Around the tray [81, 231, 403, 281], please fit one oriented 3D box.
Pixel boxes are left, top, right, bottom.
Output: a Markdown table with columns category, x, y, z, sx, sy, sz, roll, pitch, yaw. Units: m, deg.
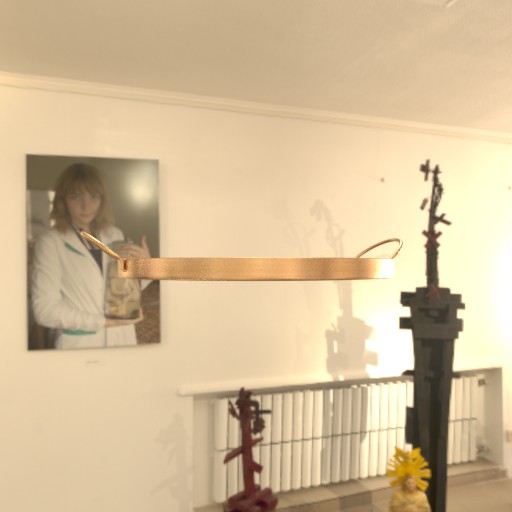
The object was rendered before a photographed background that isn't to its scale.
| category | x | y | z | sx | sy | sz | roll | pitch | yaw |
| --- | --- | --- | --- | --- | --- | --- | --- | --- | --- |
| tray | 0.000 | 0.000 | 0.736 | 0.543 | 0.069 | 0.438 | 0 | -1 | -18 |
